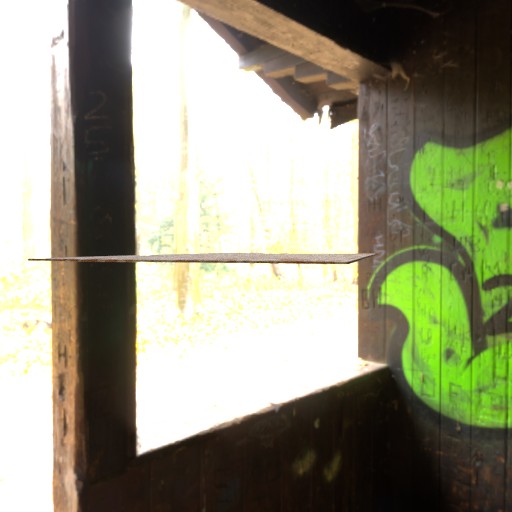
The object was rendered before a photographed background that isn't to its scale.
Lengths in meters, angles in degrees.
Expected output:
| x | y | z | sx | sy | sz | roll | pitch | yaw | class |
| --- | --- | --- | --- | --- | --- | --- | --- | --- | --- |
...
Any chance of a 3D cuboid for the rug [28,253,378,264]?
| x | y | z | sx | sy | sz | roll | pitch | yaw | class |
| --- | --- | --- | --- | --- | --- | --- | --- | --- | --- |
| 0.000 | 0.000 | 3.047 | 1.517 | 0.011 | 2.435 | 0 | 1 | 18 | rug |
